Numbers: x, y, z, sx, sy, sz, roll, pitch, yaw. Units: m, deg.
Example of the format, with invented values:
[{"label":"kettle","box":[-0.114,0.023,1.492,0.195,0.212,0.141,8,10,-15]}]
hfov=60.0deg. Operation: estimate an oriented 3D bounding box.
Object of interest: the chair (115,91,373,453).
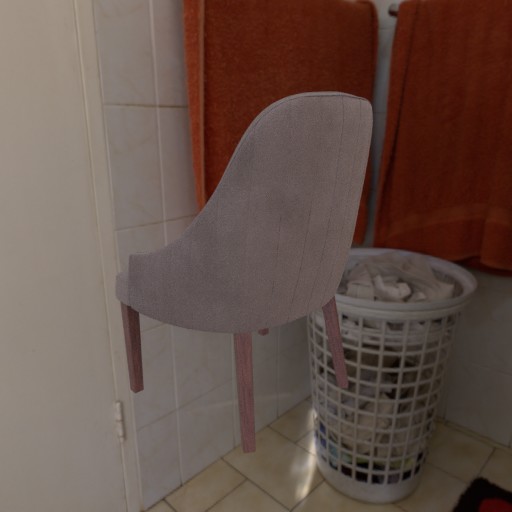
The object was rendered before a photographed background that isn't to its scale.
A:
[{"label":"chair","box":[0.000,0.000,1.312,0.643,0.889,0.575,-15,23,-42]}]
